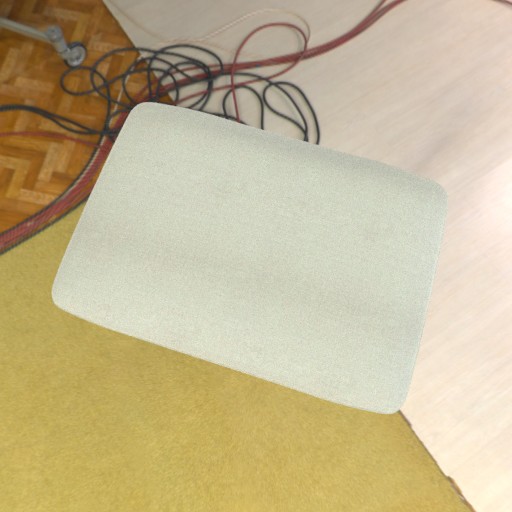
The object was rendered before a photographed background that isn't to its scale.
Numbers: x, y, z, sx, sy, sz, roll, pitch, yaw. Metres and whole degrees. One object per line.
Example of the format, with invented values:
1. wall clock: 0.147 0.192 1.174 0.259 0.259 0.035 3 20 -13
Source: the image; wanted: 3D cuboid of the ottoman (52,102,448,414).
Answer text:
1. ottoman: 0.000 0.000 1.363 0.984 0.453 0.686 17 75 5
